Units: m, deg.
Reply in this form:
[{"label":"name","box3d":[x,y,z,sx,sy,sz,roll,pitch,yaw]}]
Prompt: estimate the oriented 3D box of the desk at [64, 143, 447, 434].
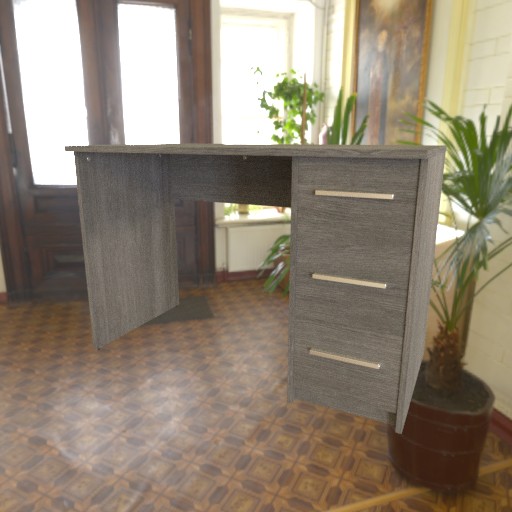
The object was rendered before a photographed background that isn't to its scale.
[{"label":"desk","box3d":[0.000,0.000,1.520,1.097,0.735,0.560,7,17,25]}]
